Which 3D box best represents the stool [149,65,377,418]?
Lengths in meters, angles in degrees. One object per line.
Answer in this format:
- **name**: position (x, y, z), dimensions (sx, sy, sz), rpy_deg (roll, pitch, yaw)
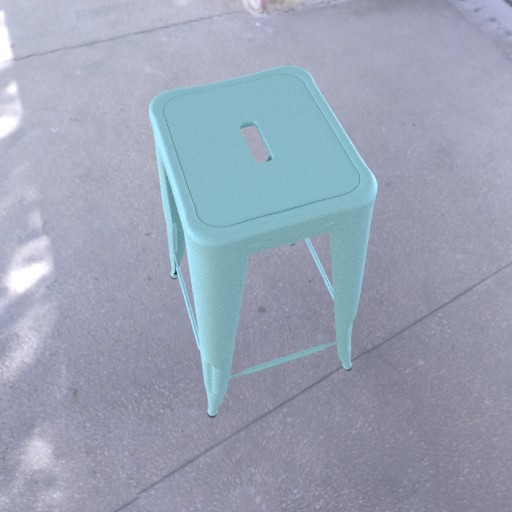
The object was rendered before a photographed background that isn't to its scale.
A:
- **stool**: position (0.000, 0.000, 0.866), dimensions (0.359, 0.609, 0.399), rpy_deg (-16, 60, -10)
